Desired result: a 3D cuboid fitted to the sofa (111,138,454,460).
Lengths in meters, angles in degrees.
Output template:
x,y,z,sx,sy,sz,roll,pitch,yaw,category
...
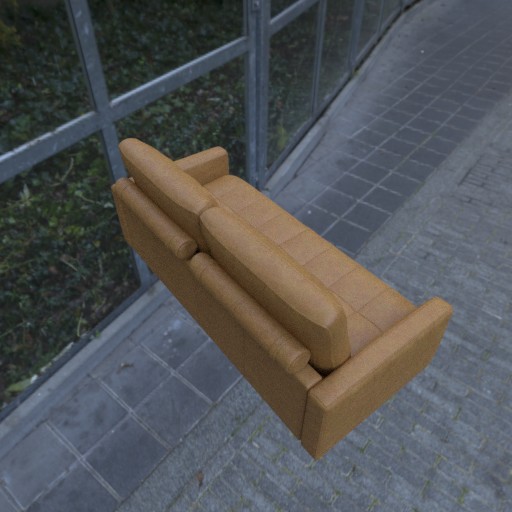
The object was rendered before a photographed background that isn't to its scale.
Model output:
x,y,z,sx,sy,sz,roll,pitch,yaw,category
0.000,0.000,2.329,0.850,0.898,1.821,-28,49,-27,sofa
